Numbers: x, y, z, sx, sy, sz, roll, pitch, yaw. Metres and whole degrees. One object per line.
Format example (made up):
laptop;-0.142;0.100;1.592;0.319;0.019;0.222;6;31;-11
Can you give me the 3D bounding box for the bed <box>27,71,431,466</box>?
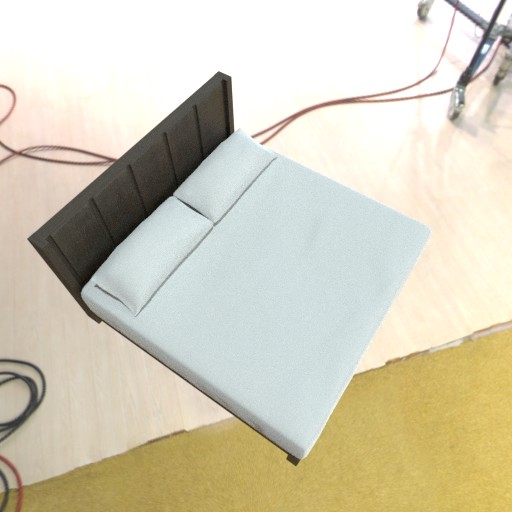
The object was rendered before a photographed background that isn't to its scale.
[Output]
bed;0.000;0.000;3.615;2.238;1.261;2.143;30;63;17
